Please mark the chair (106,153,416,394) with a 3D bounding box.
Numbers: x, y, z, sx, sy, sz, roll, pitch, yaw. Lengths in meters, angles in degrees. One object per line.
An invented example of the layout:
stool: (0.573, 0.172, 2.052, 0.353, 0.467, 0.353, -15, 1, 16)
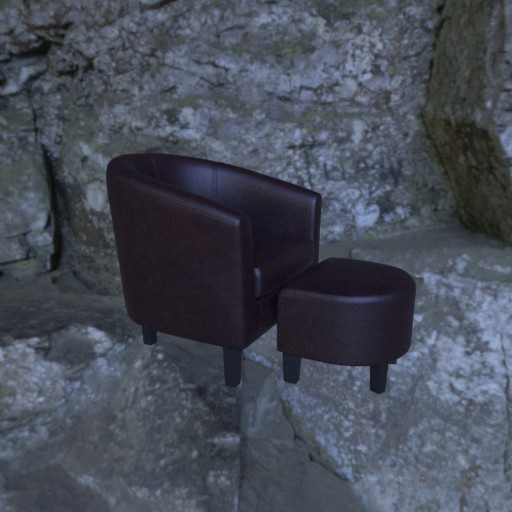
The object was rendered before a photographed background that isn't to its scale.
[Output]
chair: (0.000, 0.000, 1.699, 1.176, 0.755, 0.737, 8, 16, 27)
